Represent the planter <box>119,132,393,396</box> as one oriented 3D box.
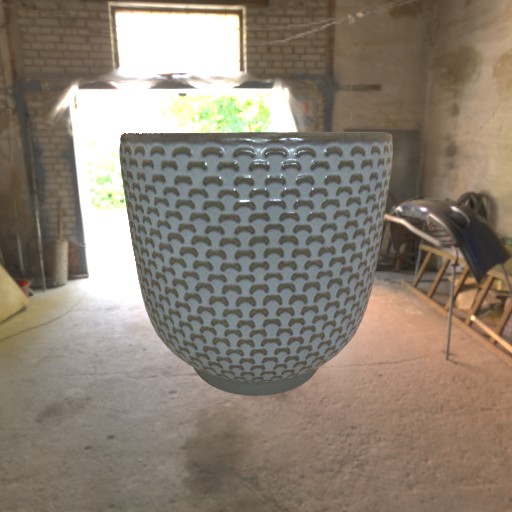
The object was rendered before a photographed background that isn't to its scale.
[{"bbox_3d":[0.000,0.000,0.354,0.197,0.191,0.197,0,16,0],"label":"planter"}]
